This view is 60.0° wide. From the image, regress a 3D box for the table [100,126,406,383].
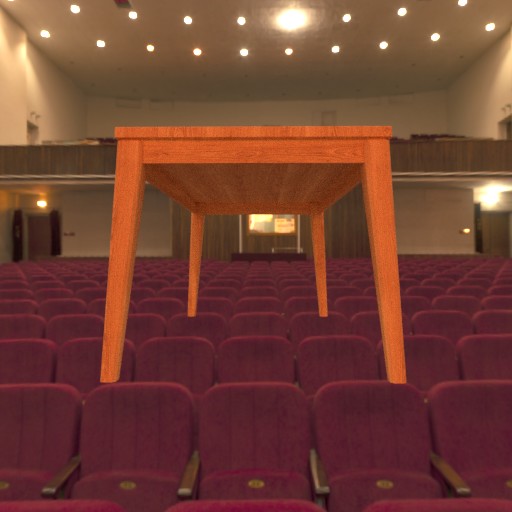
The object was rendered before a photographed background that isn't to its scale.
[{"bbox_3d":[0.000,0.000,2.096,0.900,0.760,1.600,0,-1,1],"label":"table"}]
